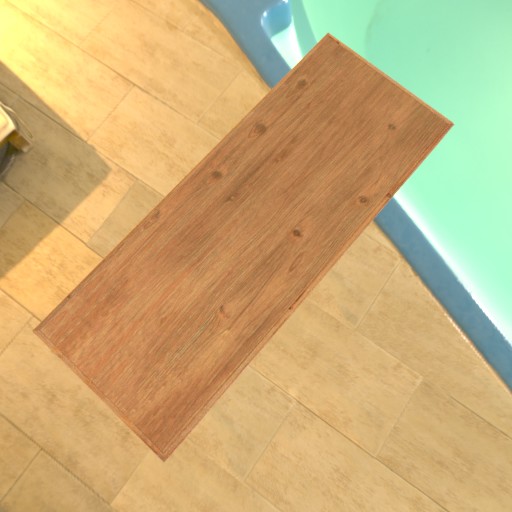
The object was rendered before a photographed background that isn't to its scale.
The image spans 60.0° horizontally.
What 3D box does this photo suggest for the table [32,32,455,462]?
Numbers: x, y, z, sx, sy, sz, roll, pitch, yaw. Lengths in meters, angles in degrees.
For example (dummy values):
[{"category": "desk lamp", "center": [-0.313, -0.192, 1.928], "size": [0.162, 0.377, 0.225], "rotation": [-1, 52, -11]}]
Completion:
[{"category": "table", "center": [0.000, 0.000, 1.756], "size": [0.522, 0.873, 1.330], "rotation": [40, 79, 9]}]
